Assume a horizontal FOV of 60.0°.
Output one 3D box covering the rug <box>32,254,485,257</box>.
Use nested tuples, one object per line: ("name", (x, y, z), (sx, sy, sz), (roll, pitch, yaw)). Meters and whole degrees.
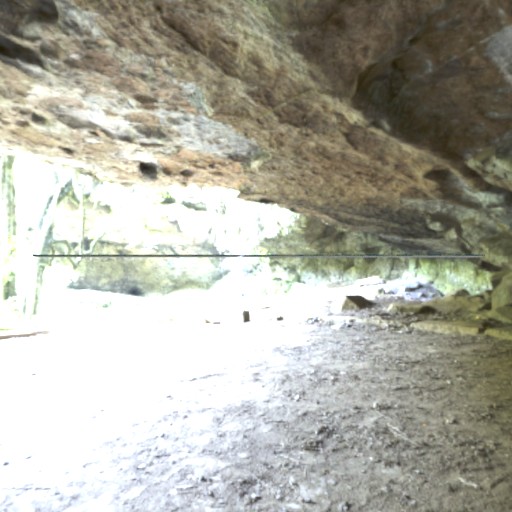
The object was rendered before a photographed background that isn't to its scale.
("rug", (0.000, 0.000, 2.380), (1.830, 0.011, 1.209), (0, 0, -2))
